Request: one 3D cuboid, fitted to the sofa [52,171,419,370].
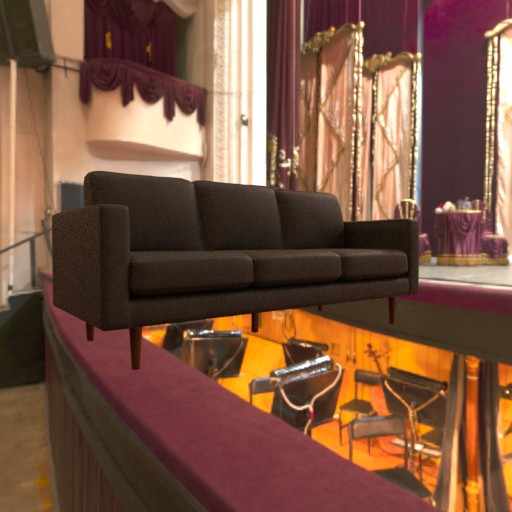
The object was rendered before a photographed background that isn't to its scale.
[{"bbox_3d":[0.000,0.000,2.587,2.029,0.899,0.879,-1,2,-36],"label":"sofa"}]
